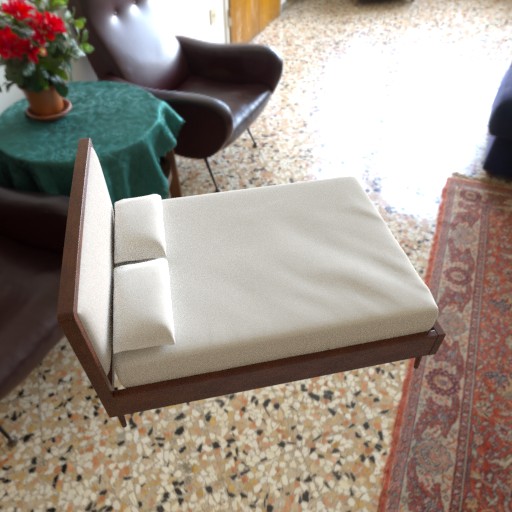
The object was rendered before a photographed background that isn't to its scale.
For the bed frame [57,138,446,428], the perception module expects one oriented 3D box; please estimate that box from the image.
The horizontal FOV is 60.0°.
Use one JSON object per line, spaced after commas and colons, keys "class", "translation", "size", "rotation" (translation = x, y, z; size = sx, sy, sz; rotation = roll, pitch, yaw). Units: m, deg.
{"class": "bed frame", "translation": [0.000, 0.000, 3.130], "size": [2.171, 1.279, 1.587], "rotation": [-9, 46, -8]}
